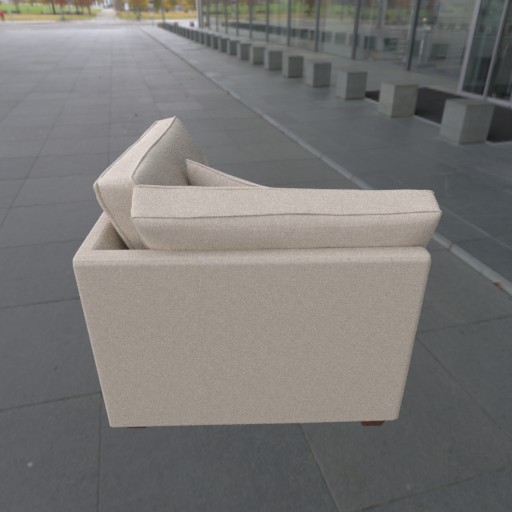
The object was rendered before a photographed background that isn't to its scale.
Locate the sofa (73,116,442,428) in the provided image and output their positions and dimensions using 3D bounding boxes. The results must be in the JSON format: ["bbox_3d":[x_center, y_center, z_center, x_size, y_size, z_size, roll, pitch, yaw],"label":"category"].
[{"bbox_3d":[0.000,0.000,1.825,1.050,0.937,1.042,0,29,-1],"label":"sofa"}]
